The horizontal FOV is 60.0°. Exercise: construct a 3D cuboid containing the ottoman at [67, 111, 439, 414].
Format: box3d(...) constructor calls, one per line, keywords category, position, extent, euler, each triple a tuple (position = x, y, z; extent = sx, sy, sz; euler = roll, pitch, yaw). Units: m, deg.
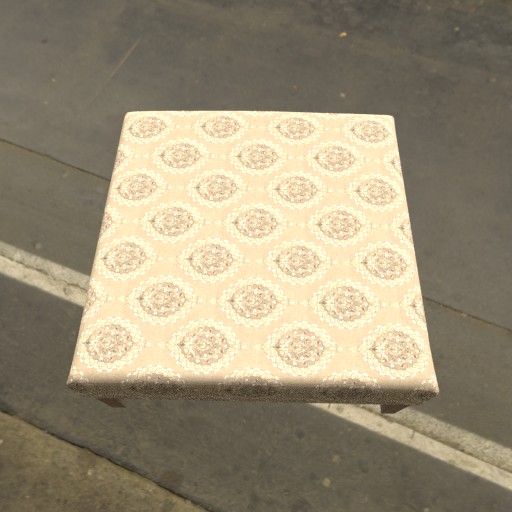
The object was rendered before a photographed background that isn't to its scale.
box3d(category="ottoman", position=(0.000, 0.000, 1.388), extent=(0.890, 0.411, 0.889), euler=(1, 63, 1))
